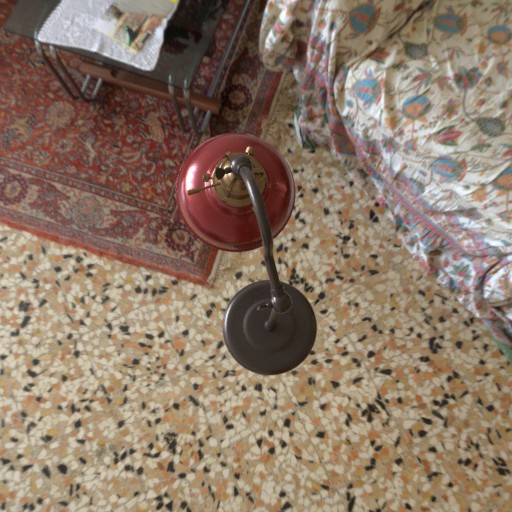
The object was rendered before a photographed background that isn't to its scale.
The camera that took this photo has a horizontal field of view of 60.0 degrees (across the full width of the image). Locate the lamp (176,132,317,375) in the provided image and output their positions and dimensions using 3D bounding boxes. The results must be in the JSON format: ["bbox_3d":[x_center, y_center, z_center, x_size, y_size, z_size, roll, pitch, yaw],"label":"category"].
[{"bbox_3d":[0.000,0.000,0.675,0.192,0.508,0.374,-17,77,-4],"label":"lamp"}]
